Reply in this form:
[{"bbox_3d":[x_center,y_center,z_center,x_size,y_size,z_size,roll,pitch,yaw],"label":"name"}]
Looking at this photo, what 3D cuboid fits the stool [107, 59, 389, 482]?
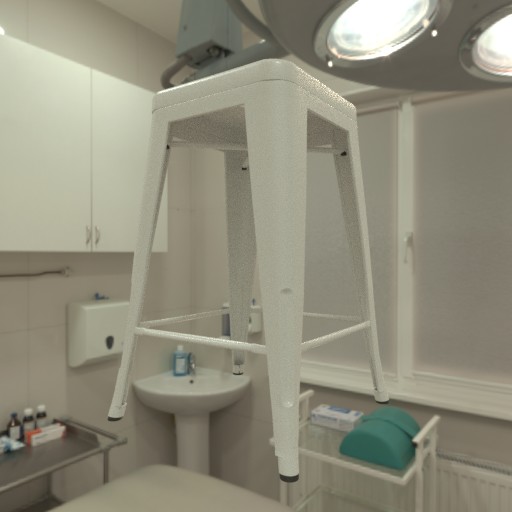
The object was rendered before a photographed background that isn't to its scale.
[{"bbox_3d":[0.000,0.000,0.875,0.406,0.610,0.406,0,0,35],"label":"stool"}]
